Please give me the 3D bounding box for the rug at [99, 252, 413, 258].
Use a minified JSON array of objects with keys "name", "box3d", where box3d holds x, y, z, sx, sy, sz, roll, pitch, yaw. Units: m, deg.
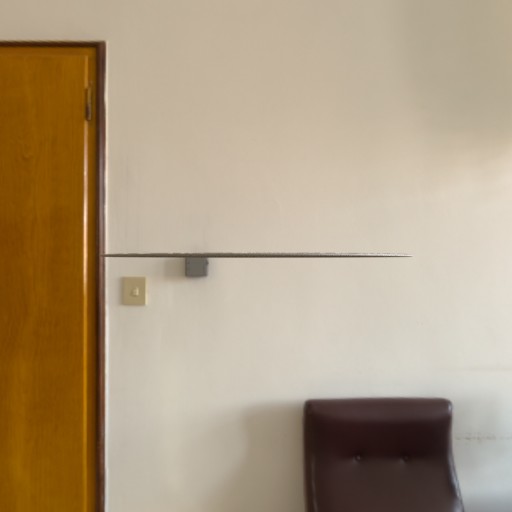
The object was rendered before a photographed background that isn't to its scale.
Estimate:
[{"name":"rug","box3d":[0.000,0.000,2.380,1.593,0.012,1.593,0,0,0]}]
